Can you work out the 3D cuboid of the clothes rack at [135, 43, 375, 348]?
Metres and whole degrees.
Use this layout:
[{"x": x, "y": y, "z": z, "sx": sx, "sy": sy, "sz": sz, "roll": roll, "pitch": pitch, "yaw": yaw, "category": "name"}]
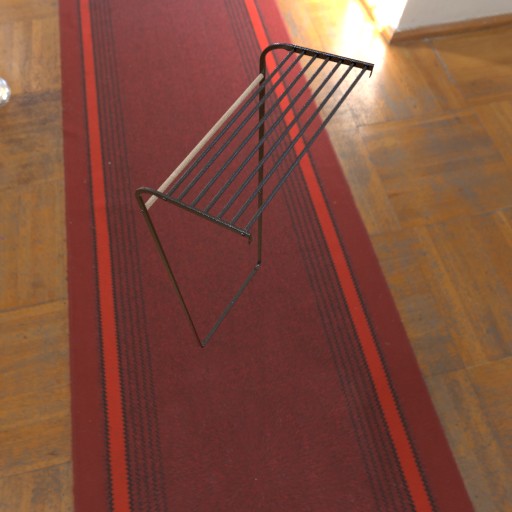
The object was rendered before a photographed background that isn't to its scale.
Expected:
[{"x": 0.000, "y": 0.000, "z": 1.779, "sx": 0.349, "sy": 1.574, "sz": 0.609, "roll": 29, "pitch": 67, "yaw": 14, "category": "clothes rack"}]
